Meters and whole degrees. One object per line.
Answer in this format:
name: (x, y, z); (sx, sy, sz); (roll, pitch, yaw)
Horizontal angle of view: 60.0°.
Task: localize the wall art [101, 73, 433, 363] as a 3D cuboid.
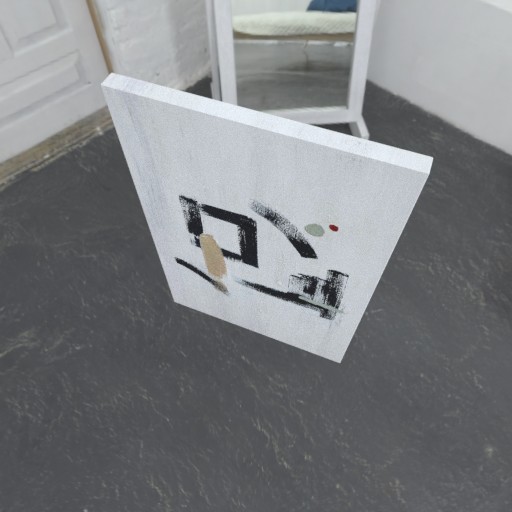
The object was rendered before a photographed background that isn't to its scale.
wall art: (0.000, 0.000, 1.179); (0.624, 0.914, 0.043); (18, 59, 12)
